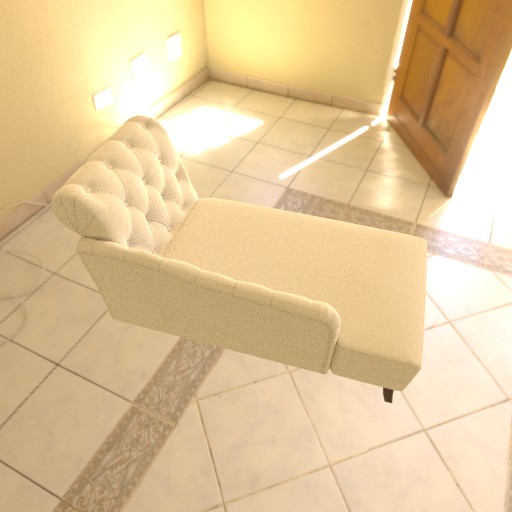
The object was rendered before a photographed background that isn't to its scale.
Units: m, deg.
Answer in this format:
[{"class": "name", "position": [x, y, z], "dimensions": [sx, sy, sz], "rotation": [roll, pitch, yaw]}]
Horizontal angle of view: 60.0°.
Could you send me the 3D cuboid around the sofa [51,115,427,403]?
[{"class": "sofa", "position": [0.000, 0.000, 1.845], "dimensions": [1.379, 0.787, 0.675], "rotation": [12, 47, 11]}]
